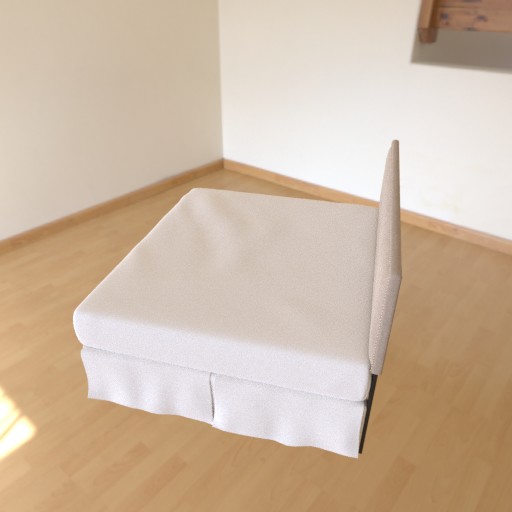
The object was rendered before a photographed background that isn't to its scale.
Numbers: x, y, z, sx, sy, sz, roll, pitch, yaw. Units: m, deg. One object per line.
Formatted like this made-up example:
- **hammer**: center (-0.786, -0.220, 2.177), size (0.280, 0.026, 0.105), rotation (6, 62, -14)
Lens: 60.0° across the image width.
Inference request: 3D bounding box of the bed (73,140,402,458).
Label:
- **bed**: center (0.000, 0.000, 3.401), size (1.914, 1.346, 2.170), rotation (8, 33, 13)
